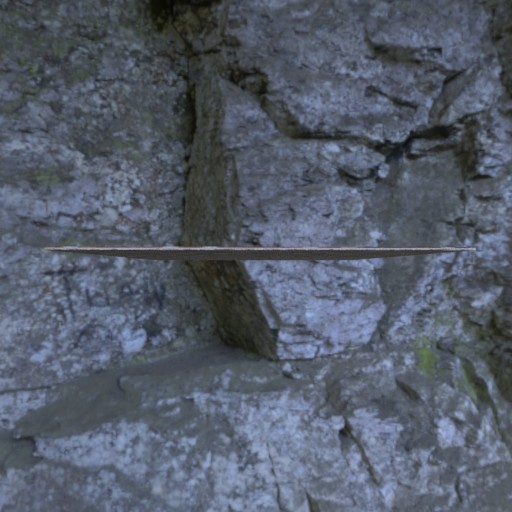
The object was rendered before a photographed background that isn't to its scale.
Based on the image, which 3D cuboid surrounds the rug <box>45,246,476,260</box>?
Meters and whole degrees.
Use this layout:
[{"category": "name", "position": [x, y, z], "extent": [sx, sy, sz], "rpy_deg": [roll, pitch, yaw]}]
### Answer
[{"category": "rug", "position": [0.000, 0.000, 4.048], "extent": [2.466, 0.021, 3.049], "rpy_deg": [0, -2, -1]}]
